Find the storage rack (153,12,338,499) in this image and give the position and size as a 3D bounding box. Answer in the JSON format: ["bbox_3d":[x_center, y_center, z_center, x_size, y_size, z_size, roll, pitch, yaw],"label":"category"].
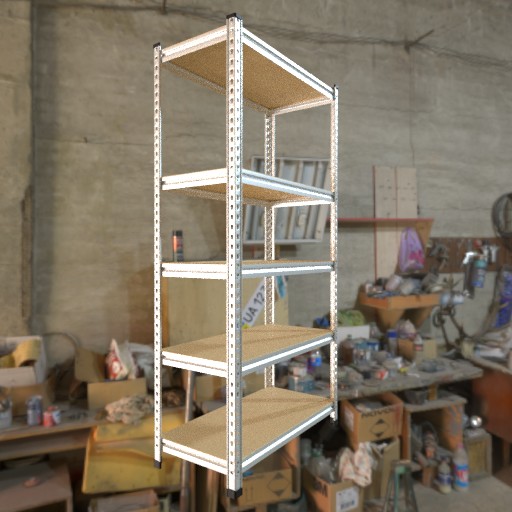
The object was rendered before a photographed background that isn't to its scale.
[{"bbox_3d":[0.000,0.000,2.165,0.457,1.829,0.914,0,0,35],"label":"storage rack"}]
